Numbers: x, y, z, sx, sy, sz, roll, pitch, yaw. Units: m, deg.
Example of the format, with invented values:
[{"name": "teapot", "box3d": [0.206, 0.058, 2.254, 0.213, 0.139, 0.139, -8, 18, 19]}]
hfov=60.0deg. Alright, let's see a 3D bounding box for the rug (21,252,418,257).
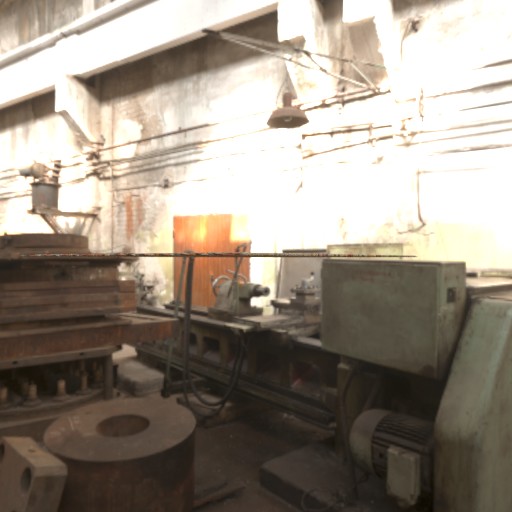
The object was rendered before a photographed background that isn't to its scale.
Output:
[{"name": "rug", "box3d": [0.000, 0.000, 2.464, 1.218, 0.010, 1.997, 0, 0, 36]}]
